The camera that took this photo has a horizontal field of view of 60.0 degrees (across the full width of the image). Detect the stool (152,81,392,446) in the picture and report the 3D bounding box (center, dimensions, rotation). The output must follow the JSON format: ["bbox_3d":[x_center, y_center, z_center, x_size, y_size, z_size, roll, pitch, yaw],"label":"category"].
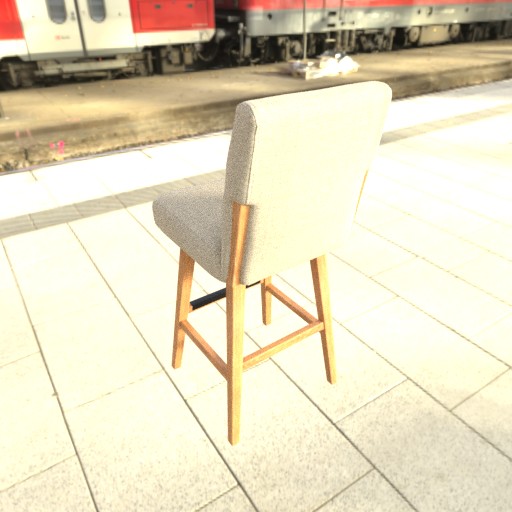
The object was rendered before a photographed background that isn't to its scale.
[{"bbox_3d":[0.000,0.000,1.436,0.483,1.106,0.569,-21,37,-30],"label":"stool"}]
